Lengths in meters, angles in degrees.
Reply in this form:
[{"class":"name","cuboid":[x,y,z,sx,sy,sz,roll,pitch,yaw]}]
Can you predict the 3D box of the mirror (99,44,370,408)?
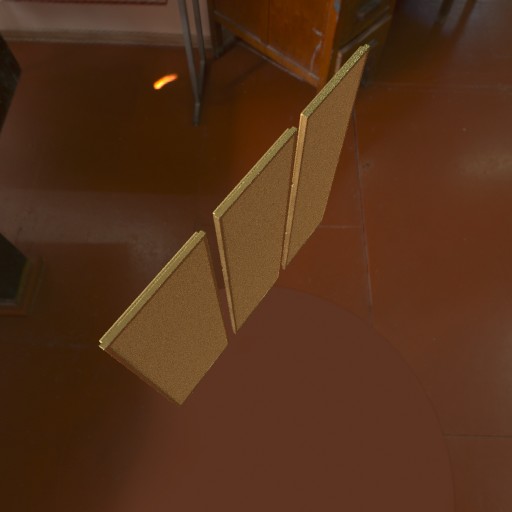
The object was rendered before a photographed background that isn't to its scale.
[{"class":"mirror","cuboid":[0.000,0.000,1.433,0.023,0.926,1.011,33,69,15]}]
